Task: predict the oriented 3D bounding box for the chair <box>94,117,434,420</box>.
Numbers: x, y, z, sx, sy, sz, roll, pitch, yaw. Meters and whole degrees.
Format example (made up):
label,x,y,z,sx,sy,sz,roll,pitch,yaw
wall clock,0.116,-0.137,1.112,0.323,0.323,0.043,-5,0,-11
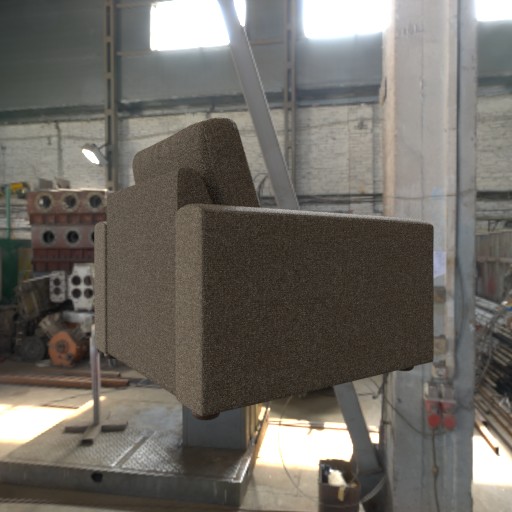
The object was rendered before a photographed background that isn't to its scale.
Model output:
label,x,y,z,sx,sy,sz,roll,pitch,yaw
chair,0.000,0.000,1.793,1.016,0.873,1.005,0,1,-35
